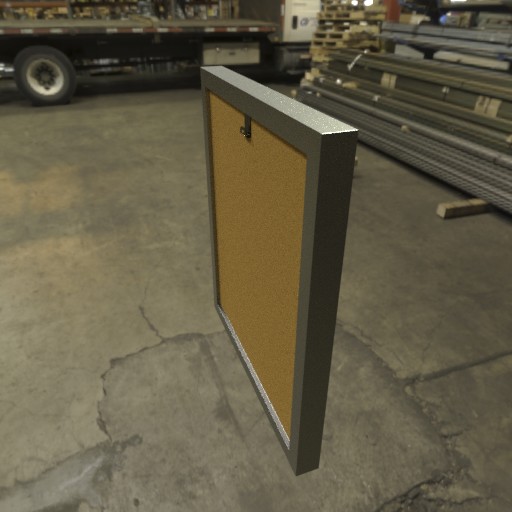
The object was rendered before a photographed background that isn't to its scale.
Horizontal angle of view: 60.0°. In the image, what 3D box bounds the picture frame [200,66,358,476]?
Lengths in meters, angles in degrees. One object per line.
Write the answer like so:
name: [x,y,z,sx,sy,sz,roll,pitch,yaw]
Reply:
picture frame: [0.000,0.000,1.352,0.073,0.968,0.839,-11,32,-17]
